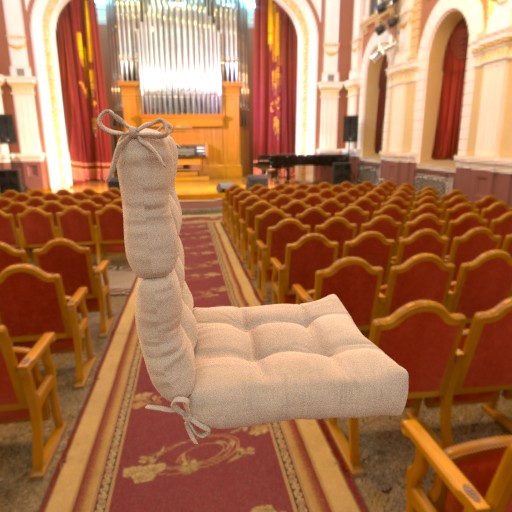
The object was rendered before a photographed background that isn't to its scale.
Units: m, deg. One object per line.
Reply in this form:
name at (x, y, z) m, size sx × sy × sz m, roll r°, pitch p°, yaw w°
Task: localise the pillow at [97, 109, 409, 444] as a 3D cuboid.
pillow at (0.000, 0.000, 1.012) m, size 0.571 × 0.605 × 0.519 m, roll -2°, pitch 14°, yaw -8°
